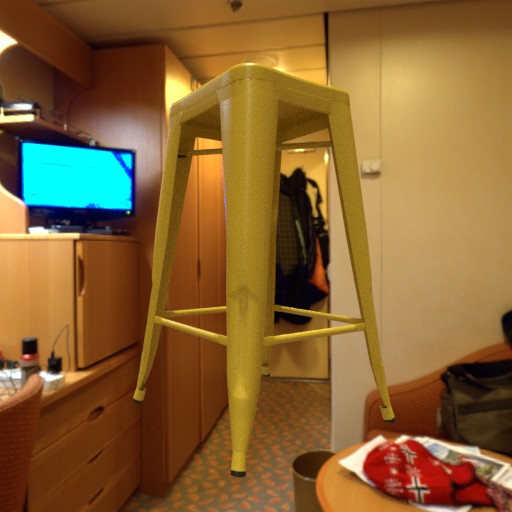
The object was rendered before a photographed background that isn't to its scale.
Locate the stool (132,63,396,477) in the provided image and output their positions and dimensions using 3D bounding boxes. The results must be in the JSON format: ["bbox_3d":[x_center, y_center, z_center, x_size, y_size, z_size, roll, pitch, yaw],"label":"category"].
[{"bbox_3d":[0.000,0.000,0.866,0.359,0.609,0.399,0,1,-36],"label":"stool"}]
